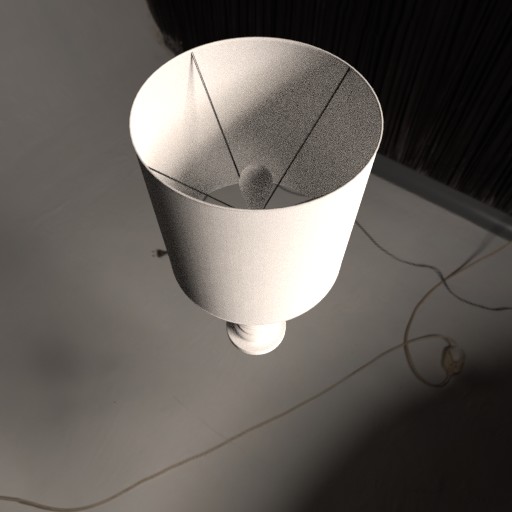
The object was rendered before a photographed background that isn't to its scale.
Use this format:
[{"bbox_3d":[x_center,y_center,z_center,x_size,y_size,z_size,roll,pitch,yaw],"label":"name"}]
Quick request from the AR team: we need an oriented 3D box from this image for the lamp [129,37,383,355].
[{"bbox_3d":[0.000,0.000,0.560,0.208,0.455,0.208,30,63,17],"label":"lamp"}]
